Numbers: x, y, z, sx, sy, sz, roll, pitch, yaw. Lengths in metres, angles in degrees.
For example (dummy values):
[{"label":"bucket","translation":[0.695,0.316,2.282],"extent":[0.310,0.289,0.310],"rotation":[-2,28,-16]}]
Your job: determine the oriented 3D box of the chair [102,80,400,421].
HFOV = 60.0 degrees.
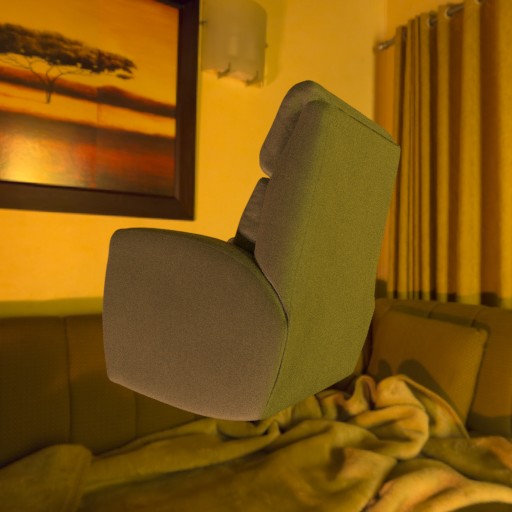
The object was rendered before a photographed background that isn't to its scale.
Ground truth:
[{"label":"chair","translation":[0.000,0.000,1.691],"extent":[0.940,1.016,0.794],"rotation":[0,0,36]}]
